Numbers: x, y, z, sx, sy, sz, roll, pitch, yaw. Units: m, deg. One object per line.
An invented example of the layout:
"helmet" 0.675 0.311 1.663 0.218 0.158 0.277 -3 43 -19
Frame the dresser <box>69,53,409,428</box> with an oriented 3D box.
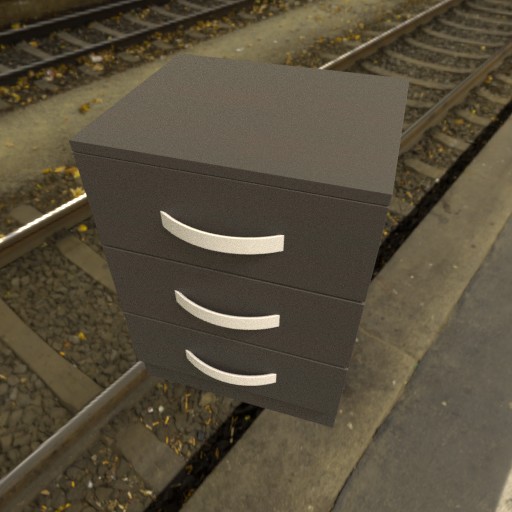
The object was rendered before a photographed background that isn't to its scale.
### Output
"dresser" 0.000 0.000 0.814 0.400 0.560 0.360 12 44 13
